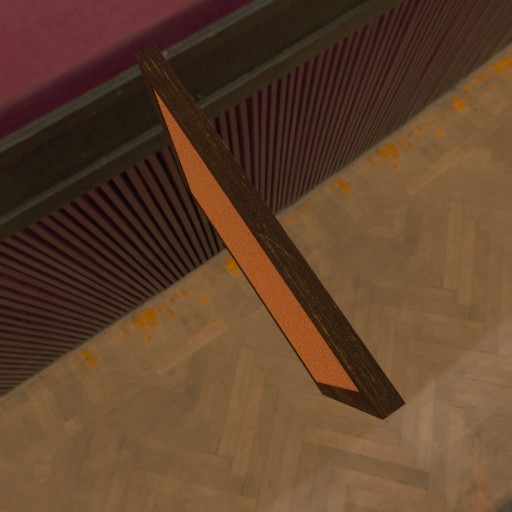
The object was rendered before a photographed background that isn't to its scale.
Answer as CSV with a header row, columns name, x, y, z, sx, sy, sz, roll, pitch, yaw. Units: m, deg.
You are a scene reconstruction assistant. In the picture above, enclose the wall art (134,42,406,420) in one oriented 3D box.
name,x,y,z,sx,sy,sz,roll,pitch,yaw
wall art,0.000,0.000,0.766,0.032,0.457,0.558,-32,78,-8
